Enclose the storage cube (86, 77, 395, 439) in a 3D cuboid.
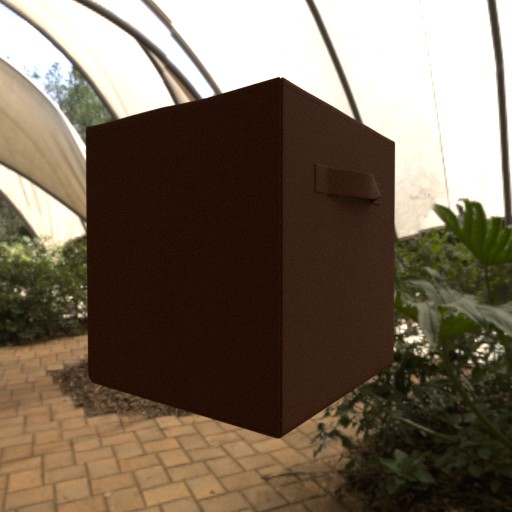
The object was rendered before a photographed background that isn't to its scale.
[{"bbox_3d":[0.000,0.000,0.513,0.270,0.280,0.270,1,2,36],"label":"storage cube"}]
